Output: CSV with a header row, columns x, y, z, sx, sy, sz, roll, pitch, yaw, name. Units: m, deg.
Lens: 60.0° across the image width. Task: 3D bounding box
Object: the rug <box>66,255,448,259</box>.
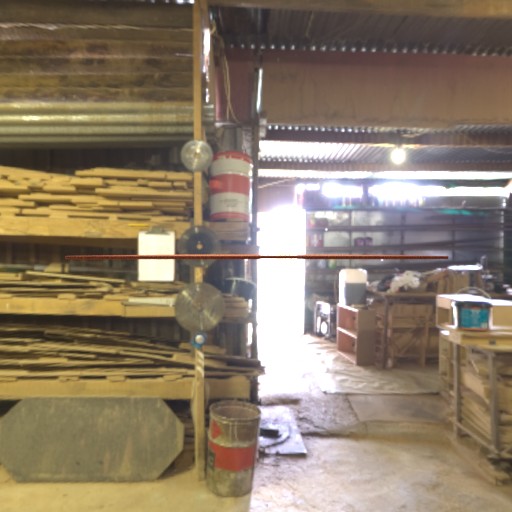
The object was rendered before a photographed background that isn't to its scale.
x,y,z,sx,sy,sz,roll,pitch,yaw,name
0.000,0.000,2.977,1.524,0.014,2.438,0,0,0,rug
